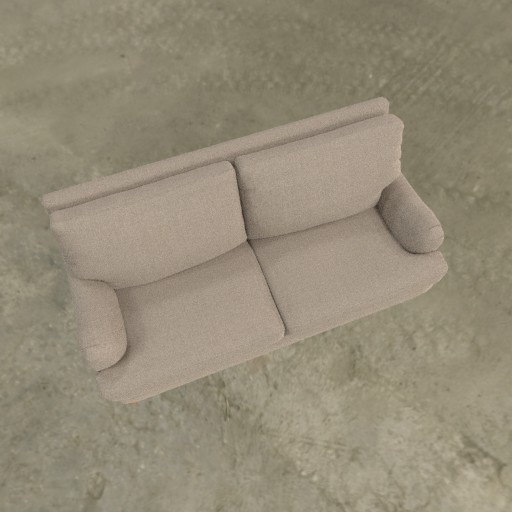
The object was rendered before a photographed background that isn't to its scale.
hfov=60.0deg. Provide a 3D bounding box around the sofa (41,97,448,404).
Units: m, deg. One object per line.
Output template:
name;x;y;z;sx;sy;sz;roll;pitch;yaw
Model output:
sofa;0.000;0.000;2.729;2.160;1.054;1.087;-19;65;-9
